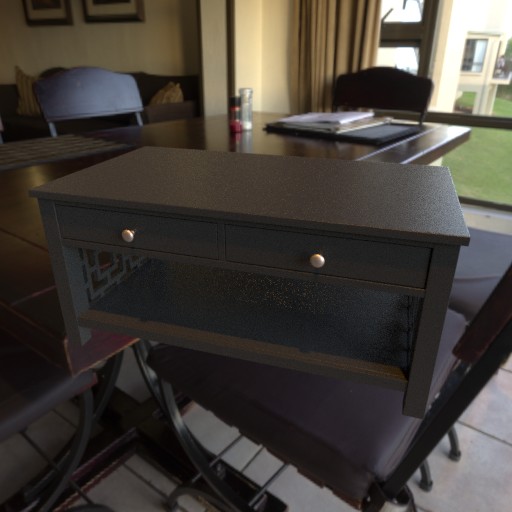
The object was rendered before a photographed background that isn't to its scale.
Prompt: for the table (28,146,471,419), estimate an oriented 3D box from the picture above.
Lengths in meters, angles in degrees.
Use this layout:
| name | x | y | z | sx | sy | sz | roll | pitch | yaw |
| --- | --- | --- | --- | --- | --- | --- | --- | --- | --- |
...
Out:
| name | x | y | z | sx | sy | sz | roll | pitch | yaw |
| --- | --- | --- | --- | --- | --- | --- | --- | --- | --- |
| table | 0.000 | 0.000 | 1.372 | 1.068 | 0.493 | 0.612 | 8 | 26 | 16 |
